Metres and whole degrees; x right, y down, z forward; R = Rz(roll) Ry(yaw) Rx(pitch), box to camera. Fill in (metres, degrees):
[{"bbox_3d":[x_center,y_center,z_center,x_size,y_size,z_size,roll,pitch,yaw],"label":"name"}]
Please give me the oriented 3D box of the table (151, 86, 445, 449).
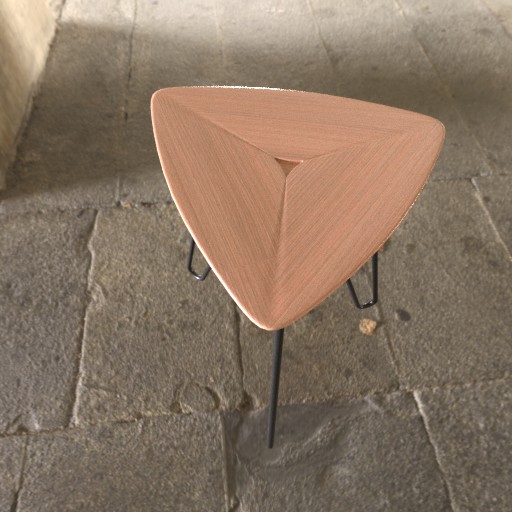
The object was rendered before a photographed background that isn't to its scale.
[{"bbox_3d":[0.000,0.000,0.865,0.455,0.564,0.442,33,62,20],"label":"table"}]
